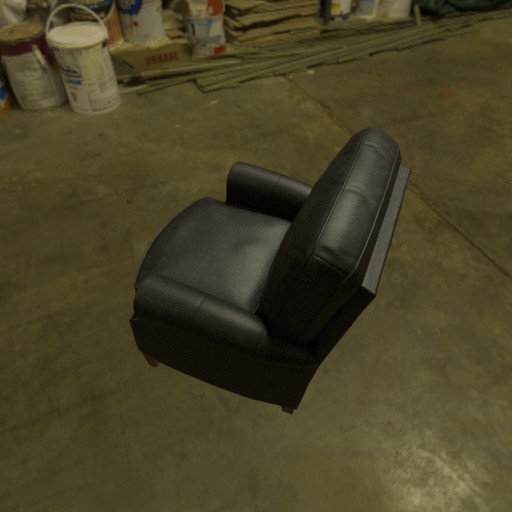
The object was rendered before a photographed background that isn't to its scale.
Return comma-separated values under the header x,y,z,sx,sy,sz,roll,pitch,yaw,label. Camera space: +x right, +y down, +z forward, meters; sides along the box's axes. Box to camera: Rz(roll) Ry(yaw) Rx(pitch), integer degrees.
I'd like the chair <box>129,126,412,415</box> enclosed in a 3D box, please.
x,y,z,sx,sy,sz,roll,pitch,yaw,label
0.000,0.000,1.809,0.986,1.018,0.936,16,48,15,chair
